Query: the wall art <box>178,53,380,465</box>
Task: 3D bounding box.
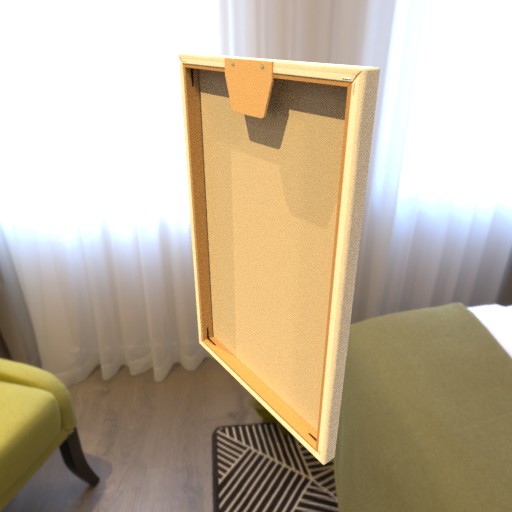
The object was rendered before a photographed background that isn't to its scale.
[{"bbox_3d":[0.000,0.000,1.108,0.048,0.902,0.602,-19,33,-32],"label":"wall art"}]
